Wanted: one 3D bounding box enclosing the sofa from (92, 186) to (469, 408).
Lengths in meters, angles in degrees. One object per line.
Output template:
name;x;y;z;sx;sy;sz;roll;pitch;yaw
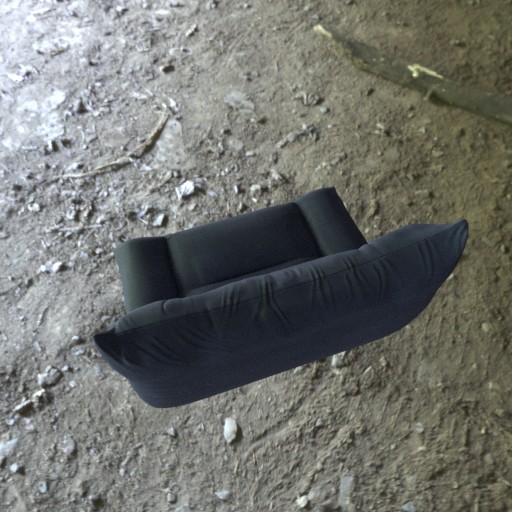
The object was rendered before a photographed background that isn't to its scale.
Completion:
sofa;0.000;0.000;1.693;1.122;0.778;0.849;-16;60;-10
